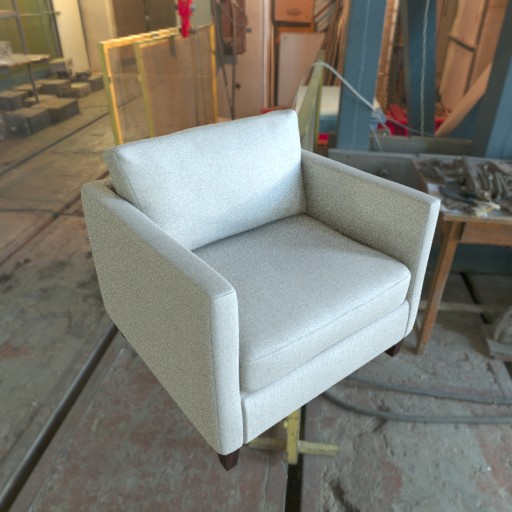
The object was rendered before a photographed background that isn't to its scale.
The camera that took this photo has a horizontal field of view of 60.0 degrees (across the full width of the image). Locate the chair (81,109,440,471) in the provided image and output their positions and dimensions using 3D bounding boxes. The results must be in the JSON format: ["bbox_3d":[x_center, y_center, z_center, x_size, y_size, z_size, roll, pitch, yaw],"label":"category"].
[{"bbox_3d":[0.000,0.000,1.732,0.996,0.919,0.959,-22,37,-32],"label":"chair"}]
